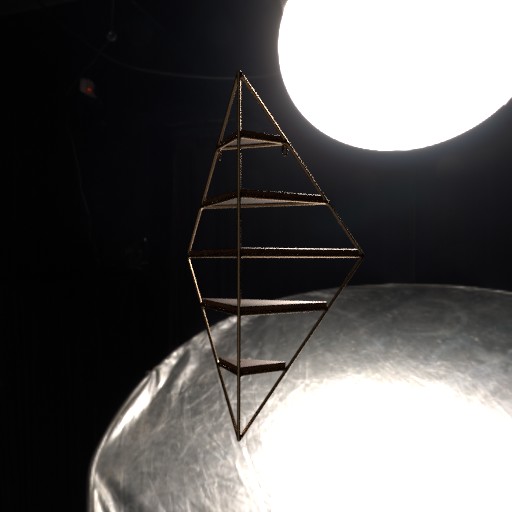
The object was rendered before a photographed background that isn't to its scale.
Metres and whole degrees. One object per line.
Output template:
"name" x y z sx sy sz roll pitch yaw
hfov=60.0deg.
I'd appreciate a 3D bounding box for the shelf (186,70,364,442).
"shelf" 0.000 0.000 1.226 0.564 0.913 0.294 0 0 17
